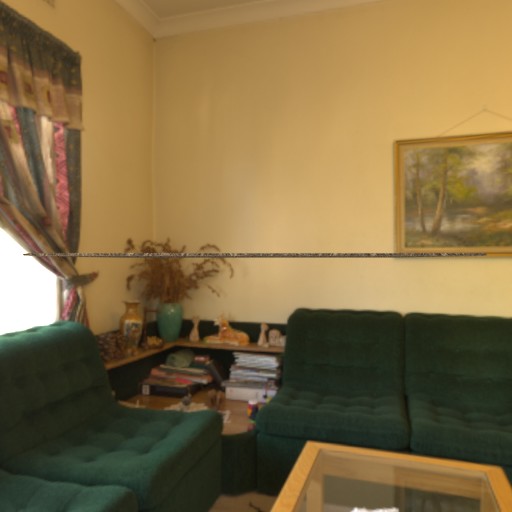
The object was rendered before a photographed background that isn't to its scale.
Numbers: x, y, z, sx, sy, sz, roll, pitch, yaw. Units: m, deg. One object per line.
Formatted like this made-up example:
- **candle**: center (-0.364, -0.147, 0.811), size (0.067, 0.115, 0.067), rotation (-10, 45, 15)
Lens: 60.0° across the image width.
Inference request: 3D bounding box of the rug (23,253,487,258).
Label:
- **rug**: center (0.000, 0.000, 2.303), size (1.808, 0.011, 1.189), rotation (0, -1, 1)
